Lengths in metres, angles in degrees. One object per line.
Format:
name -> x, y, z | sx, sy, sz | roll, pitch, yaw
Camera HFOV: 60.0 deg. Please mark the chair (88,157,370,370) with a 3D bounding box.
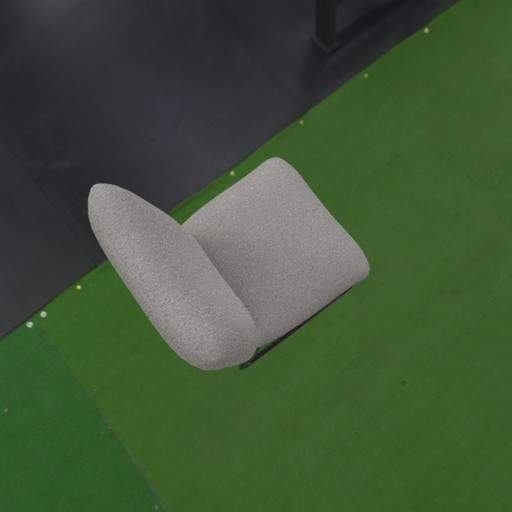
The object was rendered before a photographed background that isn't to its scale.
chair -> 0.000, 0.000, 1.205 | 0.560, 0.864, 0.448 | -36, 78, -9
